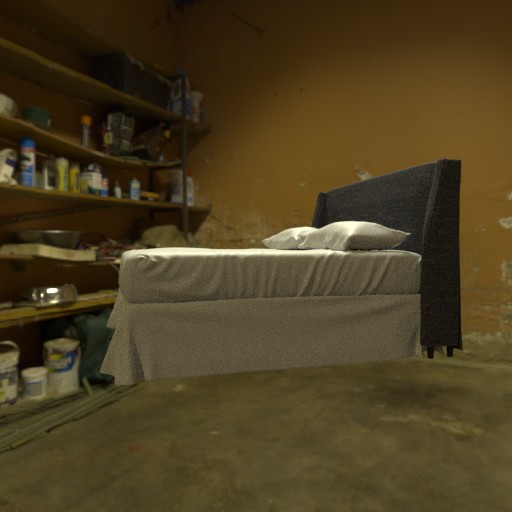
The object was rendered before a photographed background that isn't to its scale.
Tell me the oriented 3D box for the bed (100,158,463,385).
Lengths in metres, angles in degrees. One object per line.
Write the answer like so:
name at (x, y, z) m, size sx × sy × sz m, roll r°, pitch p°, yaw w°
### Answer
bed at (0.000, 0.000, 3.488) m, size 2.276 × 1.332 × 1.925 m, roll 0°, pitch 1°, yaw -17°
